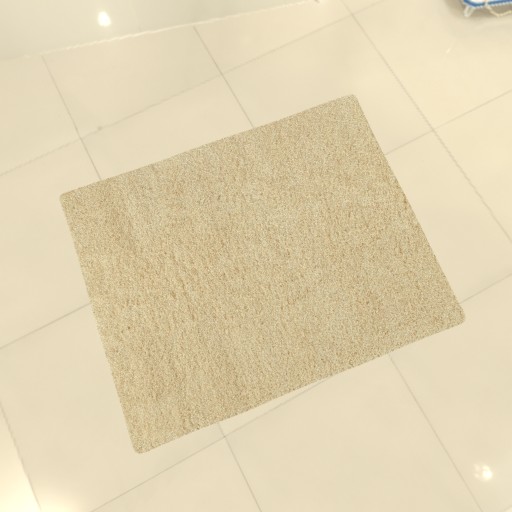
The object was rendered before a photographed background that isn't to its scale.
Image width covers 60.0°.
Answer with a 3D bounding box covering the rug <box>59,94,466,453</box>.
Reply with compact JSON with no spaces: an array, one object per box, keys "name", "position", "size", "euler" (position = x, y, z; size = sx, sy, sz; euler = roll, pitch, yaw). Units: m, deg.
[{"name":"rug","position":[0.000,0.000,3.971],"size":[3.001,0.025,2.401],"euler":[-20,77,-5]}]
